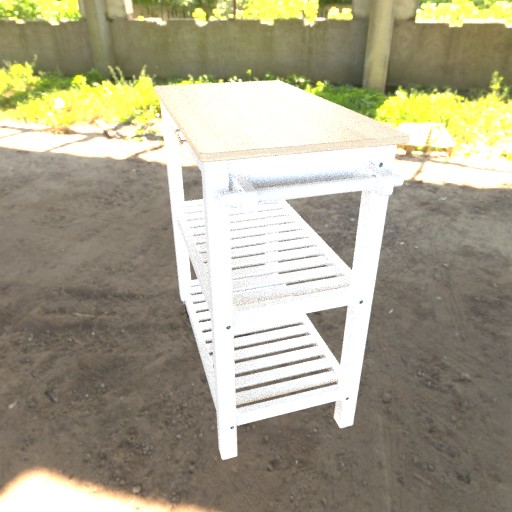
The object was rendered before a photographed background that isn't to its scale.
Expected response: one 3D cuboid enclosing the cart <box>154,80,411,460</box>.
[{"bbox_3d":[0.000,0.000,1.429,0.457,0.927,0.899,-9,31,-15],"label":"cart"}]
